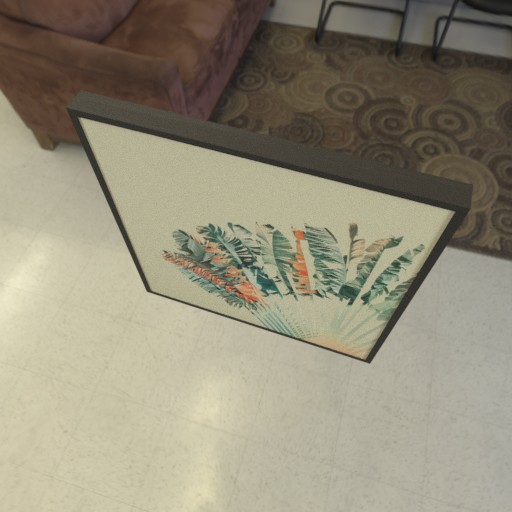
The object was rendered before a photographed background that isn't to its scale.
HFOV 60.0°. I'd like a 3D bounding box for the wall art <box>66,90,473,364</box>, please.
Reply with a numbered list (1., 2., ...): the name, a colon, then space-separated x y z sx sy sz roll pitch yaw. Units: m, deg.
1. wall art: 0.000 0.000 0.752 0.509 0.507 0.037 16 59 10
